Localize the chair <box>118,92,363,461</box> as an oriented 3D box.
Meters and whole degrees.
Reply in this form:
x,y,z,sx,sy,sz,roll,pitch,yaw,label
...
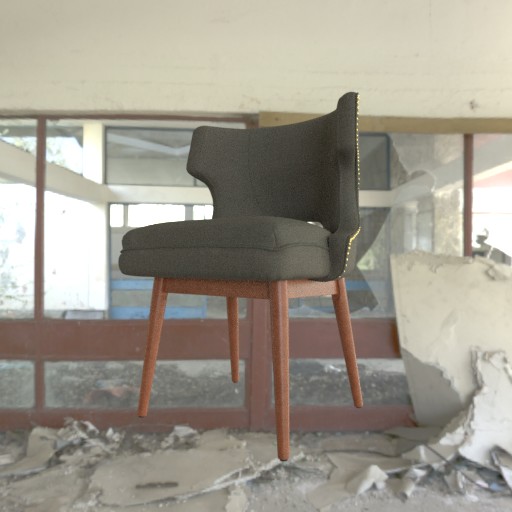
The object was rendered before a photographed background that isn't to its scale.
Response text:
x,y,z,sx,sy,sz,roll,pitch,yaw,label
0.000,0.000,1.233,0.595,0.863,0.581,0,0,35,chair
